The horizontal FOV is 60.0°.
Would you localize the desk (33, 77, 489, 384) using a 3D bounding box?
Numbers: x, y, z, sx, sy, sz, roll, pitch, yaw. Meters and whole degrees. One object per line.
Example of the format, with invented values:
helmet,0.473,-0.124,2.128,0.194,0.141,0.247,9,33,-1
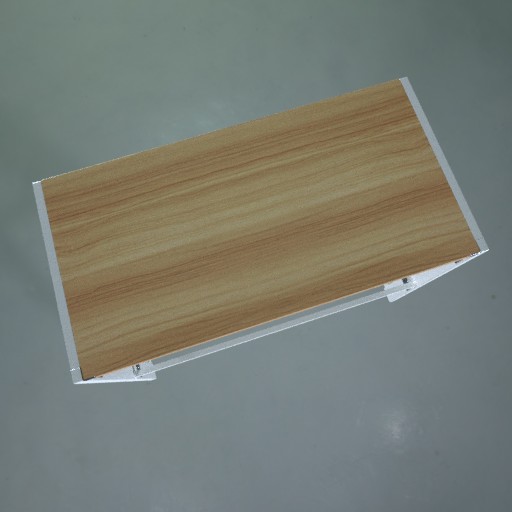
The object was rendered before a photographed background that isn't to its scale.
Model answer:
desk,0.000,0.000,1.452,1.016,0.762,0.508,-17,76,-5
